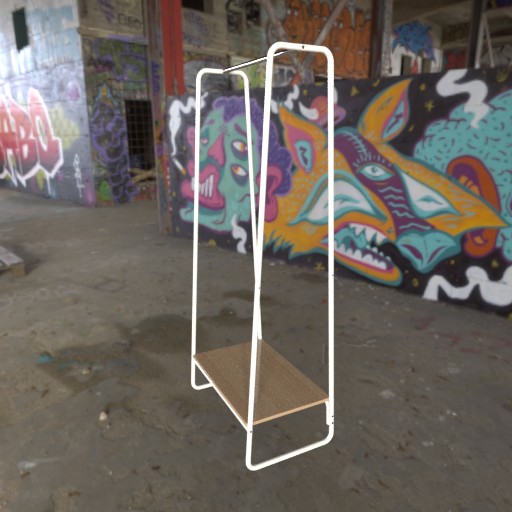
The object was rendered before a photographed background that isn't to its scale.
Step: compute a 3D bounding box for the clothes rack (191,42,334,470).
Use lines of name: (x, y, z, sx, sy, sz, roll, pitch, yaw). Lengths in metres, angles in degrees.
clothes rack: (0.000, 0.000, 1.825, 0.400, 1.500, 0.640, -8, 17, -26)
